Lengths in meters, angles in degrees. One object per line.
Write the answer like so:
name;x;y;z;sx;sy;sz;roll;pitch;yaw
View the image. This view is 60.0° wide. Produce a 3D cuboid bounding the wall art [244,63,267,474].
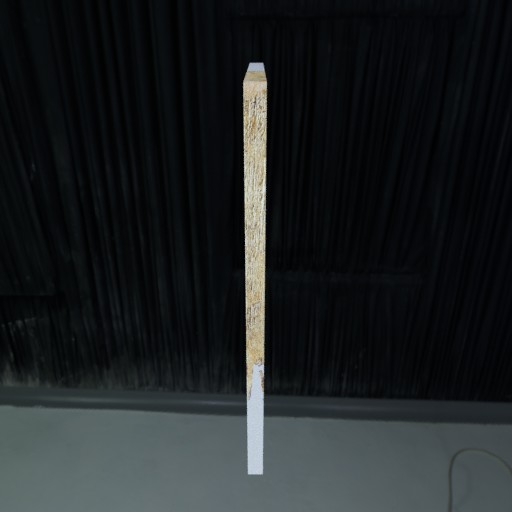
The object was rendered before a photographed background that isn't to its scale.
wall art;0.000;0.000;1.174;0.039;0.911;0.607;0;26;0
